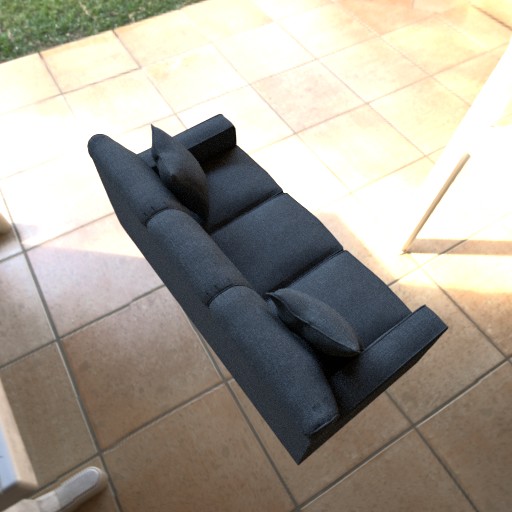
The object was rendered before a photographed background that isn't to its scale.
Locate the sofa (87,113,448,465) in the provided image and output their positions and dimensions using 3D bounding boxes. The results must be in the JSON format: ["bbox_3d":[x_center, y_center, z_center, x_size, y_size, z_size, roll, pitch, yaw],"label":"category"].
[{"bbox_3d":[0.000,0.000,2.631,0.997,0.958,2.024,-33,63,-19],"label":"sofa"}]
